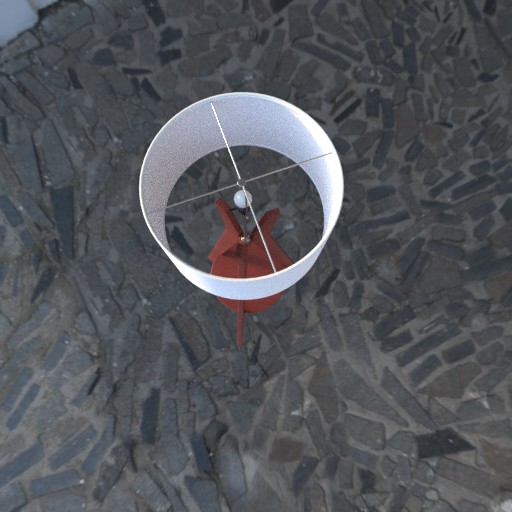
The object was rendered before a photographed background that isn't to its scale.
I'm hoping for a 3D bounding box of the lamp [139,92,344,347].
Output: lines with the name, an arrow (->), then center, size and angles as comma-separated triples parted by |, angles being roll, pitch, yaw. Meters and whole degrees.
lamp -> 0.000, 0.000, 1.739 | 0.542, 1.472, 0.539 | -19, 76, -5
